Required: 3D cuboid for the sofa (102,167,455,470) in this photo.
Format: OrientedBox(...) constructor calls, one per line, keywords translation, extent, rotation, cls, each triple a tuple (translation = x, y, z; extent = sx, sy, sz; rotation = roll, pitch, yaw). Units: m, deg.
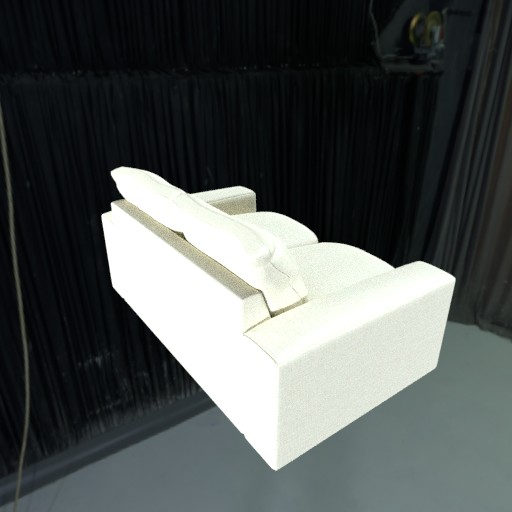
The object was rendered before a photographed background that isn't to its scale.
OrientedBox(translation=(0.000, 0.000, 2.411), extent=(1.091, 0.875, 1.754), rotation=(-17, 30, -32), cls="sofa")
